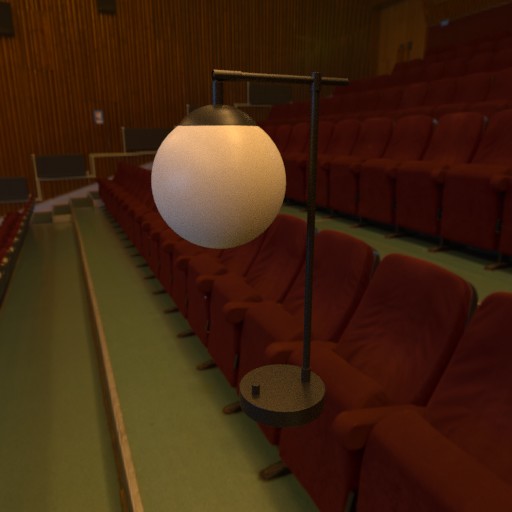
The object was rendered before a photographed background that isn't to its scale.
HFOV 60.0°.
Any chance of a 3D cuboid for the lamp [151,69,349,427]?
[{"bbox_3d":[0.000,0.000,0.713,0.316,0.559,0.197,-7,17,-23],"label":"lamp"}]
